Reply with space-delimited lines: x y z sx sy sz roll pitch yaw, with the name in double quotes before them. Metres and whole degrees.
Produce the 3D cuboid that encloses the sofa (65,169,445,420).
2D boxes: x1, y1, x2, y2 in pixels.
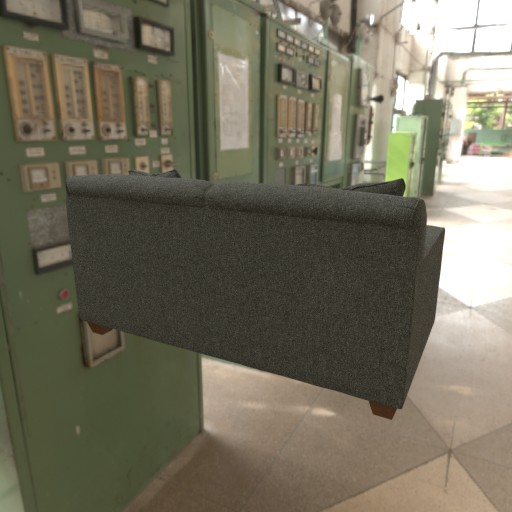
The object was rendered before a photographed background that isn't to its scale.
"sofa" 0.000 0.000 2.466 1.846 0.958 0.998 8 18 27
